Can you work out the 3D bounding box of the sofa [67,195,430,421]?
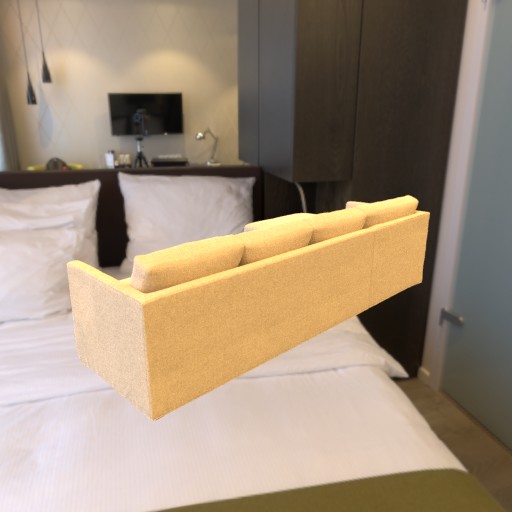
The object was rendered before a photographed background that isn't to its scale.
[{"bbox_3d":[0.000,0.000,3.891,3.205,0.922,1.650,-16,23,-42],"label":"sofa"}]
